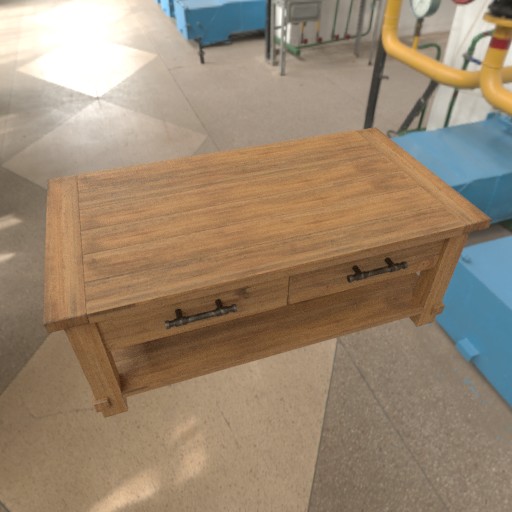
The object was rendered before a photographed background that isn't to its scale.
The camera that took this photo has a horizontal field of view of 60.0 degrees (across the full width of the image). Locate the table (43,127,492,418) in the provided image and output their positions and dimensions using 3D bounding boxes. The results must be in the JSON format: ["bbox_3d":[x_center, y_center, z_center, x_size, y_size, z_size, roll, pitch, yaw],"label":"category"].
[{"bbox_3d":[0.000,0.000,1.580,1.270,0.494,0.693,-13,42,-14],"label":"table"}]
